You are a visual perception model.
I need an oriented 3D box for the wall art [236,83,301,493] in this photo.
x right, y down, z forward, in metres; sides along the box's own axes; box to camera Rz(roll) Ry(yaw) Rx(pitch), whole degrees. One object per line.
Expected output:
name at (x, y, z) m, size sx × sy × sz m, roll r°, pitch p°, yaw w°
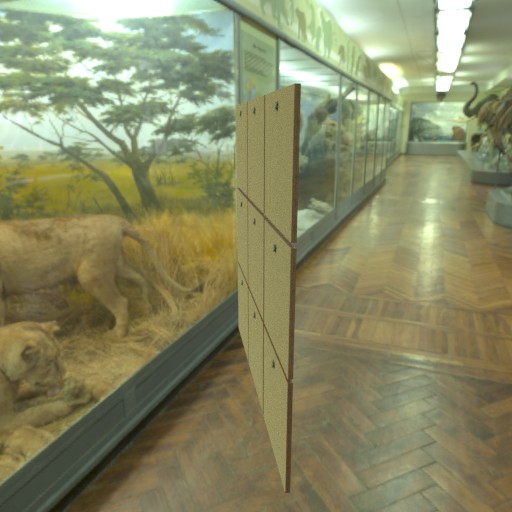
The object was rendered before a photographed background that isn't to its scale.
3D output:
wall art at (0.000, 0.000, 1.816) m, size 0.024 × 1.218 × 1.221 m, roll -3°, pitch 17°, yaw -9°
